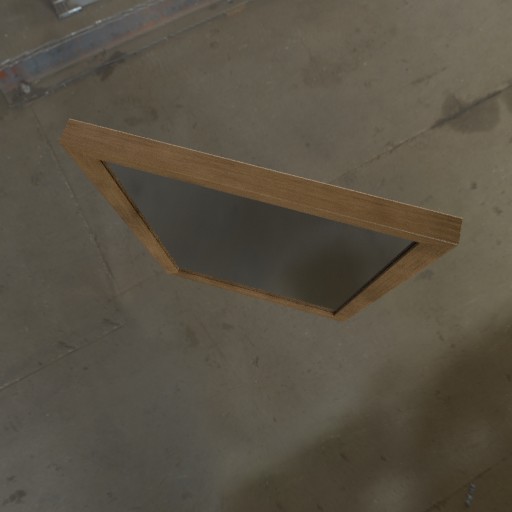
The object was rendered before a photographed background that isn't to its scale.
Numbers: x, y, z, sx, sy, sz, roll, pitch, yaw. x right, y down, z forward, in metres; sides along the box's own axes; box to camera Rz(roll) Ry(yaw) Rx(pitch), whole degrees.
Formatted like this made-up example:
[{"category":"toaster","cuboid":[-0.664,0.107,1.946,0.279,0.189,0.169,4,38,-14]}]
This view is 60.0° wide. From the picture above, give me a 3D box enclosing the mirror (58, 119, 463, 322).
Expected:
[{"category":"mirror","cuboid":[0.000,0.000,0.887,0.507,0.710,0.040,15,75,4]}]
